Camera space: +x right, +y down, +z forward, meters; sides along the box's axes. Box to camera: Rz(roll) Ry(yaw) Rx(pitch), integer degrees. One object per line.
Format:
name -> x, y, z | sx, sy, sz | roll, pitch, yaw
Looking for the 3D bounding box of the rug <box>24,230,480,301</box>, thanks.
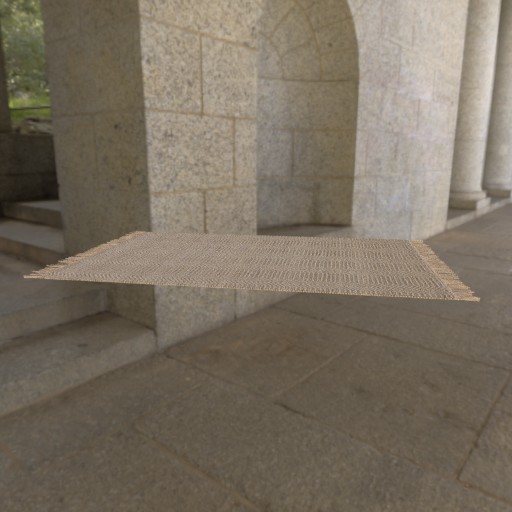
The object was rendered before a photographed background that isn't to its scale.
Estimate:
rug -> 0.000, 0.000, 3.109 | 2.523, 0.034, 1.528 | 2, 13, 9
